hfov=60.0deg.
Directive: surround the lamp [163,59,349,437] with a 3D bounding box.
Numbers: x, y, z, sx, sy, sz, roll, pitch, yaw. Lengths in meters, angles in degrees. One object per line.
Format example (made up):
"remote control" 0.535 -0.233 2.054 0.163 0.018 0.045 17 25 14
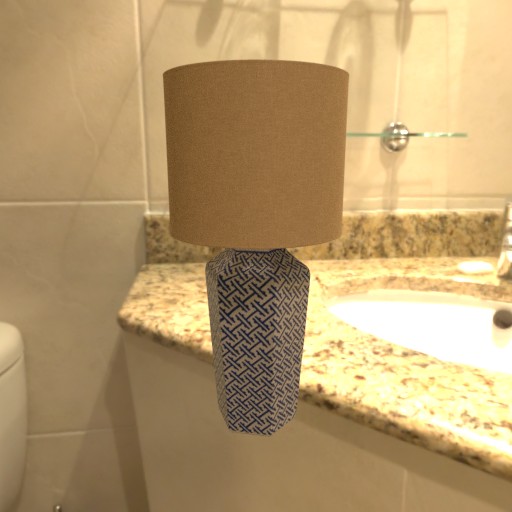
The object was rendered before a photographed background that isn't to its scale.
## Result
"lamp" 0.000 0.000 0.850 0.320 0.682 0.320 -13 18 -43
